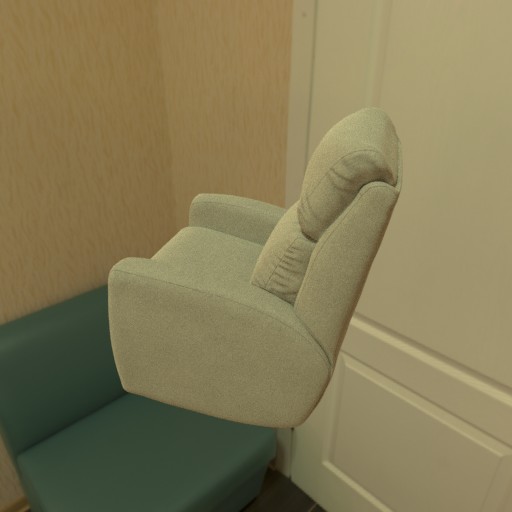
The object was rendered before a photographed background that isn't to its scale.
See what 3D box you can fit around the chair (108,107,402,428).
[{"bbox_3d":[0.000,0.000,1.666,0.940,1.021,0.794,8,30,14],"label":"chair"}]
